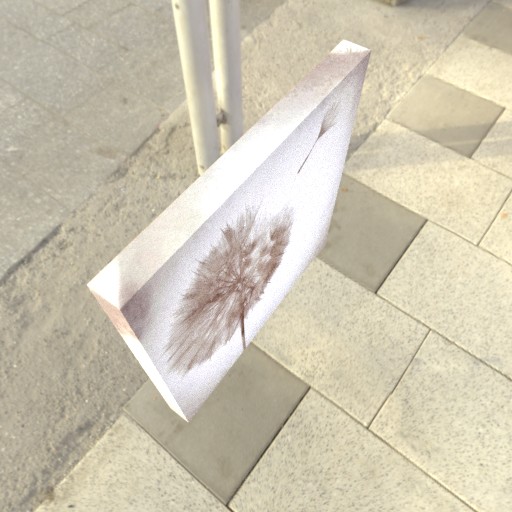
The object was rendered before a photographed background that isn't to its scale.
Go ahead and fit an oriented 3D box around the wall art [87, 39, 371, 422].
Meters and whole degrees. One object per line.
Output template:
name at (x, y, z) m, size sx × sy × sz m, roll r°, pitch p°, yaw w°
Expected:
wall art at (0.000, 0.000, 0.450) m, size 0.028 × 0.303 × 0.303 m, roll 31°, pitch 63°, yaw 18°
